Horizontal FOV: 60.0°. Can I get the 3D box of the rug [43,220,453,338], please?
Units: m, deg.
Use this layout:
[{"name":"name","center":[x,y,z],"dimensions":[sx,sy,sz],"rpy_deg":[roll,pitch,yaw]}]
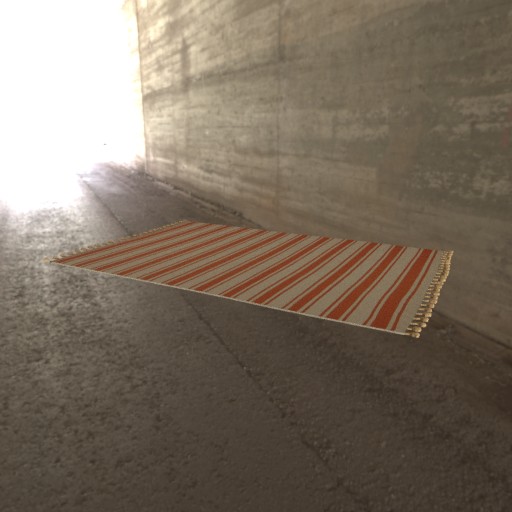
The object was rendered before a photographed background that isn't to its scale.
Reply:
[{"name":"rug","center":[0.000,0.000,3.072],"dimensions":[2.433,0.022,1.556],"rpy_deg":[8,18,27]}]
